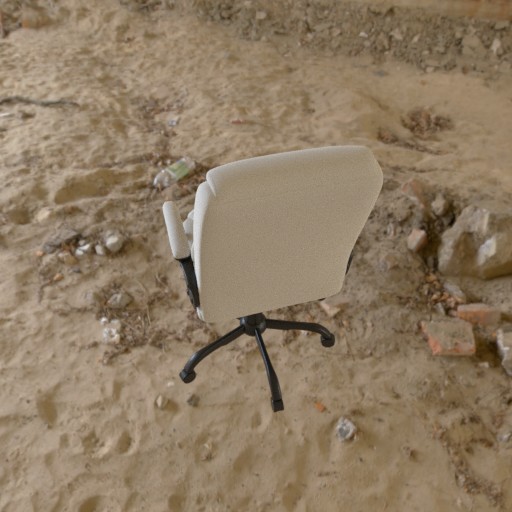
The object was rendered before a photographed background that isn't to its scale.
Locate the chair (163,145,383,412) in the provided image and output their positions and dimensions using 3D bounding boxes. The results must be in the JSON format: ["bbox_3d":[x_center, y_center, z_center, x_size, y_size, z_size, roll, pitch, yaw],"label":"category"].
[{"bbox_3d":[0.000,0.000,1.509,0.663,1.065,0.669,-11,44,-12],"label":"chair"}]
